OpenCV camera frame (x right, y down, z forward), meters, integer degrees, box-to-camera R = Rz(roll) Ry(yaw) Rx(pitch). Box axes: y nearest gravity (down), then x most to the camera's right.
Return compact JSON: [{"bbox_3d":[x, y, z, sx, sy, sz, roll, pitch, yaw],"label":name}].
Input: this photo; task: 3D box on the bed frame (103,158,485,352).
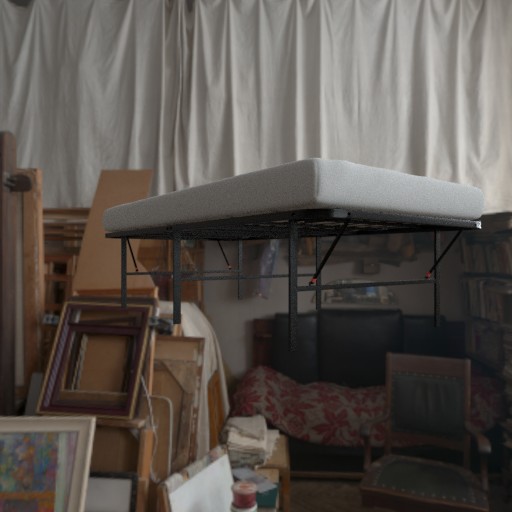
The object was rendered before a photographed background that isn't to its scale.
[{"bbox_3d":[0.000,0.000,2.291,0.989,0.619,1.903,0,0,-37],"label":"bed frame"}]
